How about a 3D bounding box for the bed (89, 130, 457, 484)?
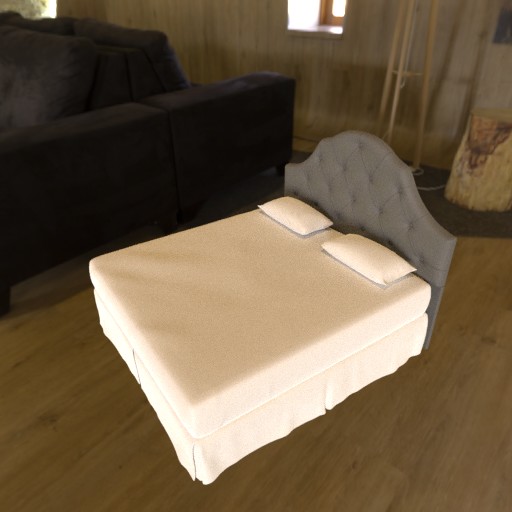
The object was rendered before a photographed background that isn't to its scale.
[{"bbox_3d":[0.000,0.000,3.505,2.214,1.615,2.008,-20,36,-29],"label":"bed"}]
